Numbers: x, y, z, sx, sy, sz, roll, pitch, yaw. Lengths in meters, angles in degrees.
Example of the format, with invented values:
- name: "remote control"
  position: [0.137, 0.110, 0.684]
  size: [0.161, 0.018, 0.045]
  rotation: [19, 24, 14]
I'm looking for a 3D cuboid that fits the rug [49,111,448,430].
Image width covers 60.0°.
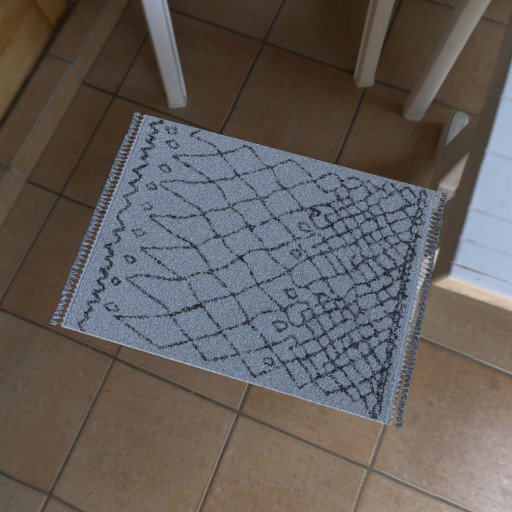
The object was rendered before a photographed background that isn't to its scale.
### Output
- name: "rug"
  position: [0.000, 0.000, 2.972]
  size: [2.312, 0.017, 1.613]
  rotation: [16, 76, 4]
